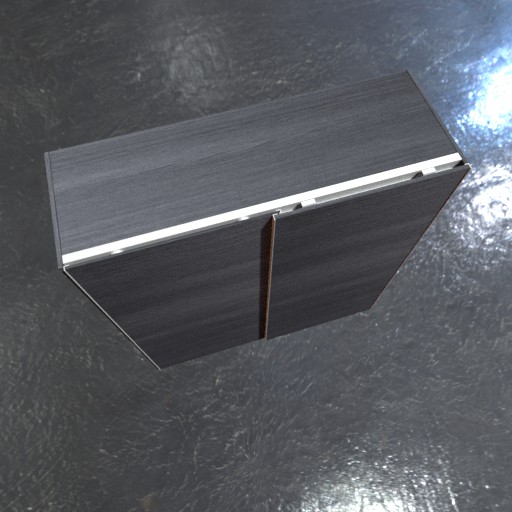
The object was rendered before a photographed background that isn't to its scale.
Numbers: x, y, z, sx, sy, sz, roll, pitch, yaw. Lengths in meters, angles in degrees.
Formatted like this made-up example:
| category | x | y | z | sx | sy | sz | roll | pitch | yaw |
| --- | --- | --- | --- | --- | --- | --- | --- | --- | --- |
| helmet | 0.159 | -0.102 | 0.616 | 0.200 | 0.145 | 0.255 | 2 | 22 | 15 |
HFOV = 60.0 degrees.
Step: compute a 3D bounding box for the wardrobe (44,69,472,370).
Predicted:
| category | x | y | z | sx | sy | sz | roll | pitch | yaw |
| --- | --- | --- | --- | --- | --- | --- | --- | --- | --- |
| wardrobe | 0.000 | 0.000 | 2.831 | 1.780 | 1.960 | 0.629 | -15 | 65 | -7 |
